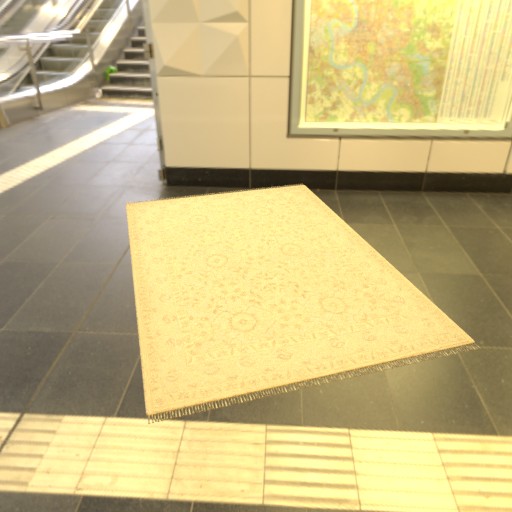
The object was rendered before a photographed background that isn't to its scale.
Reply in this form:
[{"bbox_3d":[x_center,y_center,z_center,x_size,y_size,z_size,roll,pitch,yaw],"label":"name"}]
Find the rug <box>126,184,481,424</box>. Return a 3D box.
[{"bbox_3d":[0.000,0.000,2.793,1.514,0.011,2.233,-8,31,-14],"label":"rug"}]
